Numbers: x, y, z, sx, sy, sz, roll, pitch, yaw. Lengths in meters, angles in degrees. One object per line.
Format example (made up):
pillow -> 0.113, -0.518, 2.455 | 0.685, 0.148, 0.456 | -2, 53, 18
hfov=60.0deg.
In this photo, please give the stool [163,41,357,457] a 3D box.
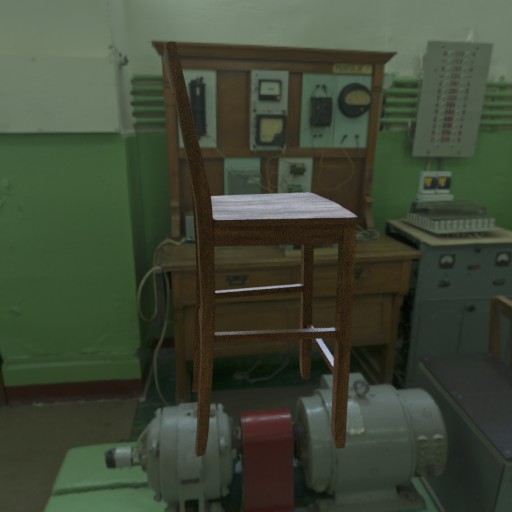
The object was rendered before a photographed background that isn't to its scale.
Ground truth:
stool -> 0.000, 0.000, 1.338 | 0.487, 1.105, 0.433 | -3, 17, -9
